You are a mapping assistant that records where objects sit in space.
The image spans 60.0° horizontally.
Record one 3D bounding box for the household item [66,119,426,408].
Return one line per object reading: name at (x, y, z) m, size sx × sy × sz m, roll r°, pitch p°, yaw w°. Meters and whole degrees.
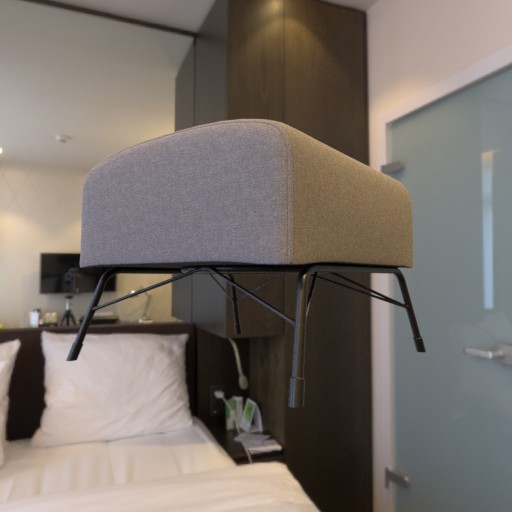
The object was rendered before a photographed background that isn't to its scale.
household item at (0.000, 0.000, 0.920) m, size 0.530 × 0.410 × 0.530 m, roll -2°, pitch -4°, yaw 37°
